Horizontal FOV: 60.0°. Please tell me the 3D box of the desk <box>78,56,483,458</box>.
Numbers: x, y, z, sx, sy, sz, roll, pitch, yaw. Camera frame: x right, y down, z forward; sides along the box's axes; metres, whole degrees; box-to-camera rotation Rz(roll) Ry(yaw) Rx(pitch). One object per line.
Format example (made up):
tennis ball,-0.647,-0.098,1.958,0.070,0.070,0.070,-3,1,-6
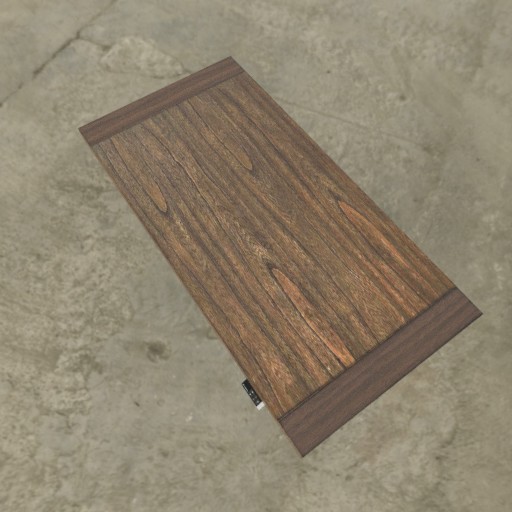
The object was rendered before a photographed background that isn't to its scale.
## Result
desk,0.000,0.000,1.980,0.784,0.725,1.543,-32,68,-15
